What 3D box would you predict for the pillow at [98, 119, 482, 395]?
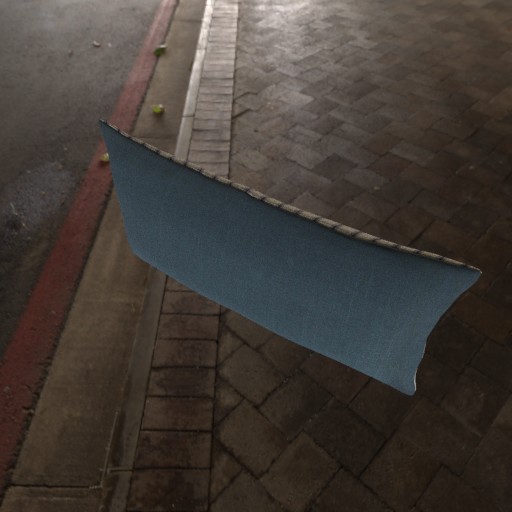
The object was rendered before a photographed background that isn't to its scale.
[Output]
[{"bbox_3d":[0.000,0.000,0.720,0.609,0.305,0.151,24,51,21],"label":"pillow"}]
